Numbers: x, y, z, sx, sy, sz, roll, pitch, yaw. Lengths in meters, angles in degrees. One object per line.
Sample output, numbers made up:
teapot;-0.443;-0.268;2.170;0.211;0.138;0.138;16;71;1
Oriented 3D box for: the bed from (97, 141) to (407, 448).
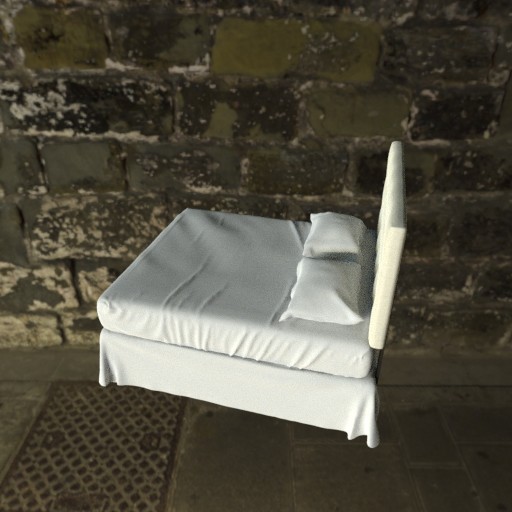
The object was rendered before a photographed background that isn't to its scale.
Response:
bed;0.000;0.000;3.574;2.222;1.577;1.936;8;32;13
